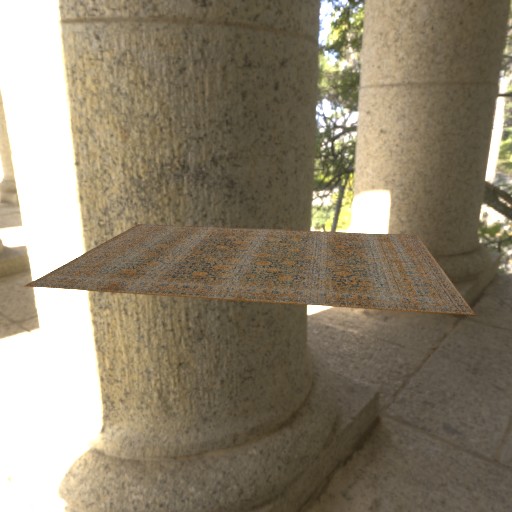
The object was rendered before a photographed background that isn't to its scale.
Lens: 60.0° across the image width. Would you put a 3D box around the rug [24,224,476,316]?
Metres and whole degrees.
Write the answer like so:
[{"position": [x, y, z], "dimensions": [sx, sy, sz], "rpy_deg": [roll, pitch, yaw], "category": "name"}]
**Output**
[{"position": [0.000, 0.000, 2.970], "dimensions": [2.336, 0.007, 1.525], "rpy_deg": [3, 17, 9], "category": "rug"}]
